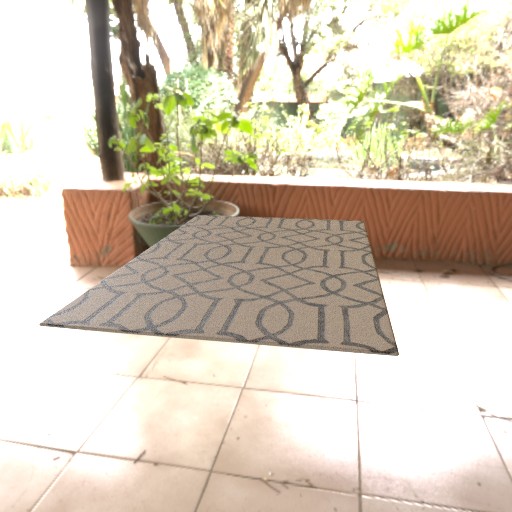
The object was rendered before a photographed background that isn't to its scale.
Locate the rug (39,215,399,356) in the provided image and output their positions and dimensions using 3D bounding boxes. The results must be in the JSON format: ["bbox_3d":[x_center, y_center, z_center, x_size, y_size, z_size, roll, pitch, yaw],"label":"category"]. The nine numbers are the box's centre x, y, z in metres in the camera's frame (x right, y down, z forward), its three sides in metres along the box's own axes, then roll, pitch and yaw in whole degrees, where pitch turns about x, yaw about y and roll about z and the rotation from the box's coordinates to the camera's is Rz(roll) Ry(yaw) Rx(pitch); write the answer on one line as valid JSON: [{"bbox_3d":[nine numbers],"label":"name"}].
[{"bbox_3d":[0.000,0.000,2.918,1.521,0.017,2.365,3,17,9],"label":"rug"}]
